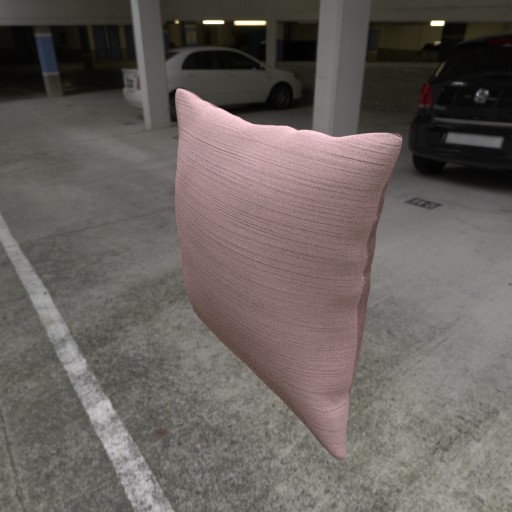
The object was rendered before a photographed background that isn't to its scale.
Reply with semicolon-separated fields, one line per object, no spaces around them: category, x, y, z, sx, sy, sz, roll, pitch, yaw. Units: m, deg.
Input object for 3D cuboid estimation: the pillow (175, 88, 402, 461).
pillow;0.000;0.000;0.705;0.175;0.464;0.470;-19;33;-31
